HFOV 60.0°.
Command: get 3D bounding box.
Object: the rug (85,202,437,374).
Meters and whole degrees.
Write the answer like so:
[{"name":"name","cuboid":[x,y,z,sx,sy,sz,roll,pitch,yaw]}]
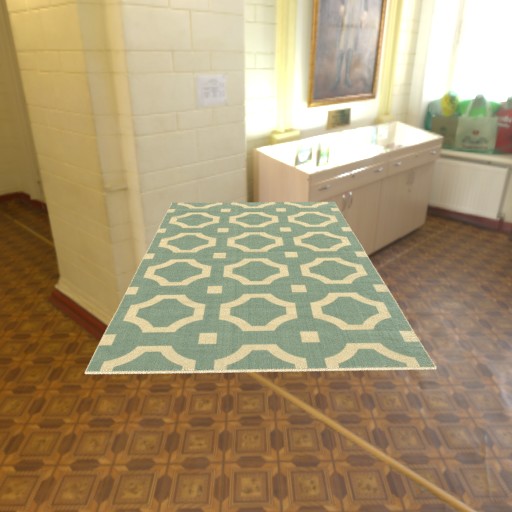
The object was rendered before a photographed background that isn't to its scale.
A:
[{"name":"rug","cuboid":[0.000,0.000,3.028,1.528,0.015,2.443,0,24,-1]}]
